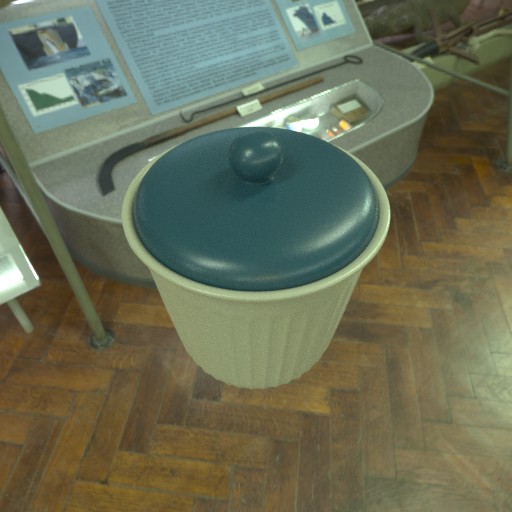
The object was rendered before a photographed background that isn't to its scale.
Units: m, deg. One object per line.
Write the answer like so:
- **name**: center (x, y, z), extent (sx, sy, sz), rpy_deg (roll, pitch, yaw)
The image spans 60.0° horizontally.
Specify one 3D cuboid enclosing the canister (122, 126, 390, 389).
- **canister**: center (0.000, 0.000, 0.346), extent (0.181, 0.211, 0.181), rpy_deg (0, 46, 0)
